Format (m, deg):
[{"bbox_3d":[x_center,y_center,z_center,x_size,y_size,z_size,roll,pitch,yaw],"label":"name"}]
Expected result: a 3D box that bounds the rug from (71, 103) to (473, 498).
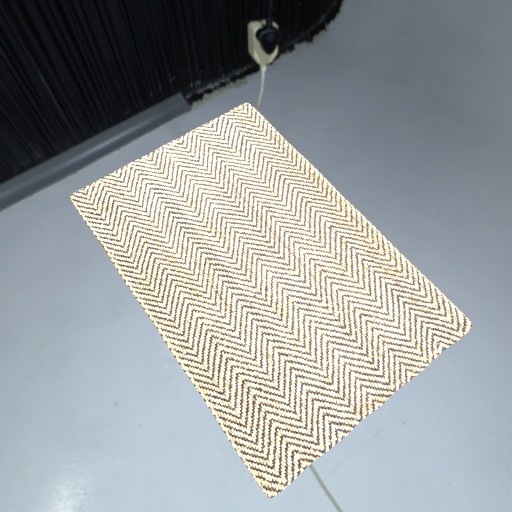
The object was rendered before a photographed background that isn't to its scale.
[{"bbox_3d":[0.000,0.000,2.265,1.219,0.008,1.828,-33,67,-16],"label":"rug"}]
